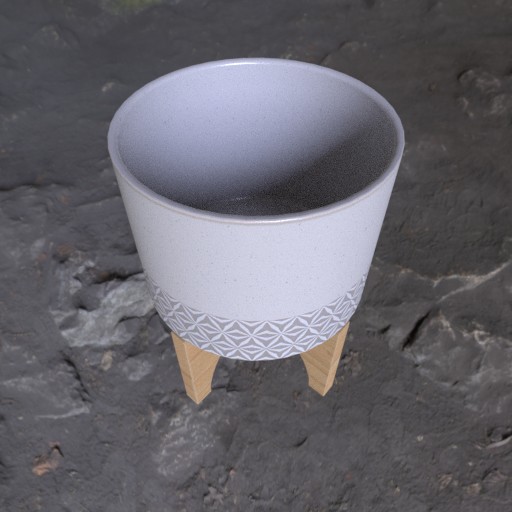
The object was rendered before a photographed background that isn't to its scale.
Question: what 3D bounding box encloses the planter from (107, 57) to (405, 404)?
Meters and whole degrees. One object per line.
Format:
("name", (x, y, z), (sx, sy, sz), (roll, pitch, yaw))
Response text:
("planter", (0.000, 0.000, 0.383), (0.188, 0.260, 0.188), (0, 48, 0))
